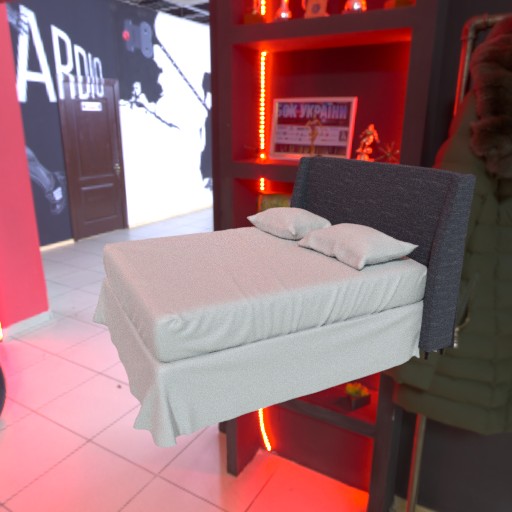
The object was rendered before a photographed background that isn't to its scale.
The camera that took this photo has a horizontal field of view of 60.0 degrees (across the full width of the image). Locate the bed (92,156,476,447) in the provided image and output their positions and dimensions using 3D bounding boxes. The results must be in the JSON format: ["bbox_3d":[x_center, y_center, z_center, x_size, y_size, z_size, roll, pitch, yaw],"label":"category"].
[{"bbox_3d":[0.000,0.000,3.372,2.276,1.332,1.925,-8,19,-26],"label":"bed"}]
